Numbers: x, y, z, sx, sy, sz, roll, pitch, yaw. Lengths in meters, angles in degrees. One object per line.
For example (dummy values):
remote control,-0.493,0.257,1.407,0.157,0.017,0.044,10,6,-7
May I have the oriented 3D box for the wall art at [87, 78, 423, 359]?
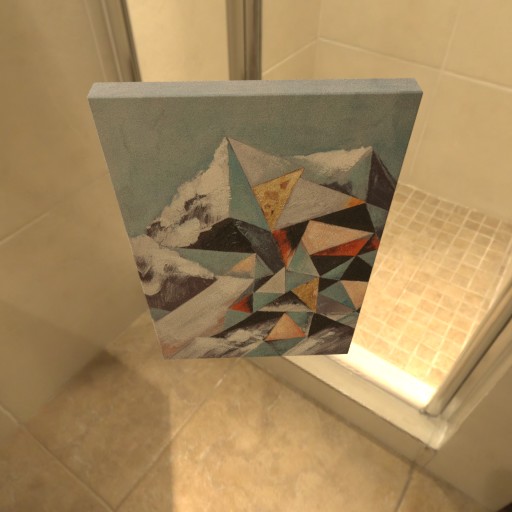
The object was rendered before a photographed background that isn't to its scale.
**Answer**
wall art,0.000,0.000,1.149,0.609,0.911,0.061,-1,47,-1
